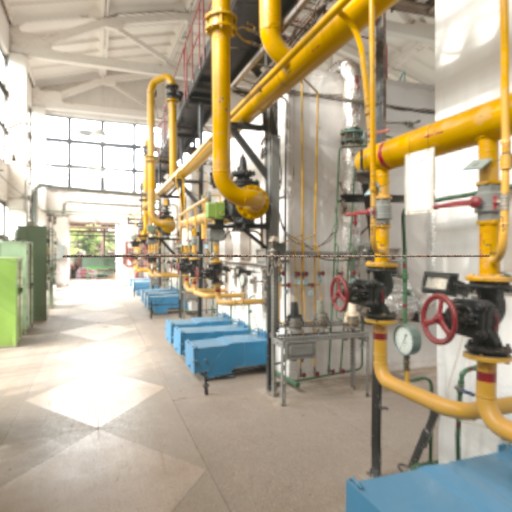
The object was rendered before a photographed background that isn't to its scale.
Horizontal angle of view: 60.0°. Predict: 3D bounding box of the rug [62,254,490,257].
[{"bbox_3d":[0.000,0.000,4.227,3.226,0.024,2.436,0,0,-19],"label":"rug"}]
